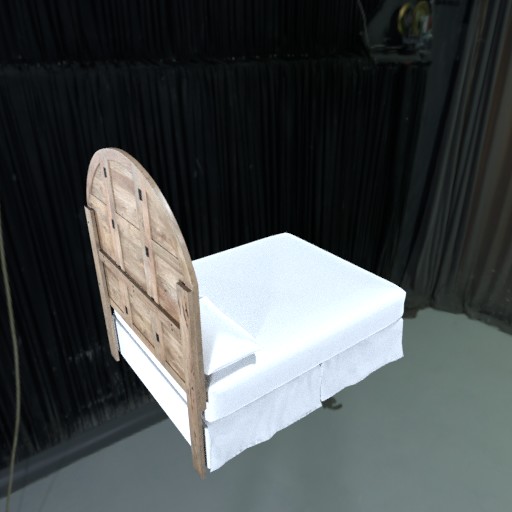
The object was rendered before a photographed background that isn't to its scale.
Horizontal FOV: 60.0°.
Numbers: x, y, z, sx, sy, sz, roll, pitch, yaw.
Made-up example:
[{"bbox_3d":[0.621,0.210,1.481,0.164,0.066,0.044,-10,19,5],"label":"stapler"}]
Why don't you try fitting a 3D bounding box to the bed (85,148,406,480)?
[{"bbox_3d":[0.000,0.000,3.604,2.112,2.002,1.713,-19,32,-33],"label":"bed"}]
